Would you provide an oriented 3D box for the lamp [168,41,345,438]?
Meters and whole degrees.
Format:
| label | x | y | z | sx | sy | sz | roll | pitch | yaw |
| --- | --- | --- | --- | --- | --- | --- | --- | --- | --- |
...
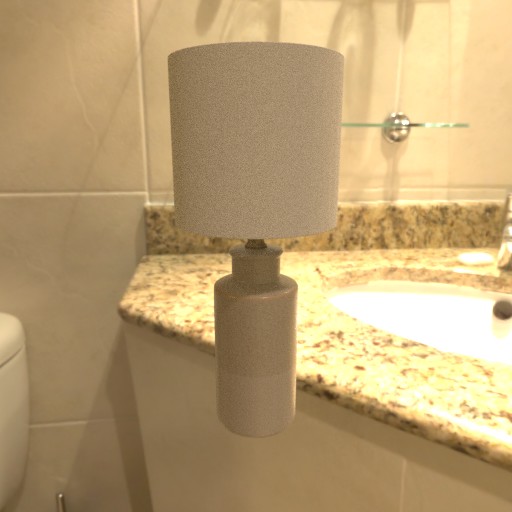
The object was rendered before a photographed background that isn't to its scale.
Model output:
| label | x | y | z | sx | sy | sz | roll | pitch | yaw |
| --- | --- | --- | --- | --- | --- | --- | --- | --- | --- |
| lamp | 0.000 | 0.000 | 0.602 | 0.212 | 0.493 | 0.212 | -14 | 20 | -43 |
